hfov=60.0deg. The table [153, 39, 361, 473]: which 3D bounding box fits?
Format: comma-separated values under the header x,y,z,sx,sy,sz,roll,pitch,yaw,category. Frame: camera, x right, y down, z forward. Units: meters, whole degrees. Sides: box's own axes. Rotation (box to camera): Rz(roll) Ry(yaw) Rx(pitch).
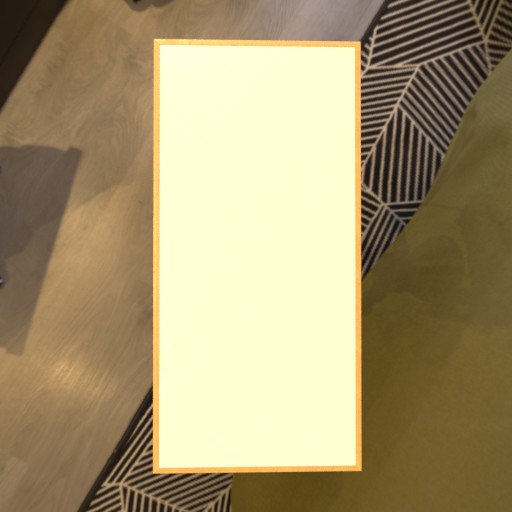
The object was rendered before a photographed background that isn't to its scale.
x,y,z,sx,sy,sz,roll,pitch,yaw,category
0.000,0.000,1.437,0.580,0.398,1.206,0,90,-2,table
